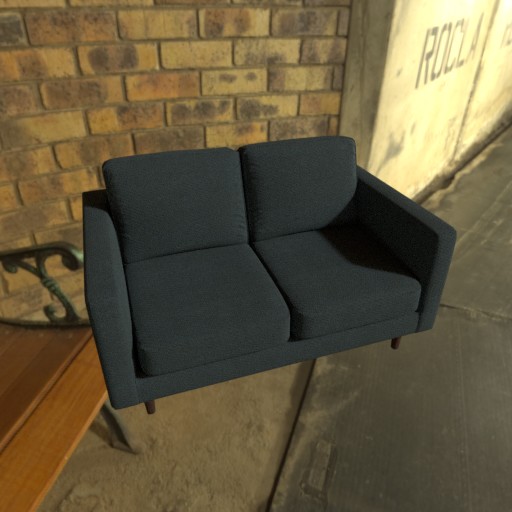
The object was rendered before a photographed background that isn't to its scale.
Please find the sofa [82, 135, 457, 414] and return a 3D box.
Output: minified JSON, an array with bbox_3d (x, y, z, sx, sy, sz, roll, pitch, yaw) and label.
[{"bbox_3d":[0.000,0.000,2.167,1.518,0.930,0.999,-10,33,-16],"label":"sofa"}]
